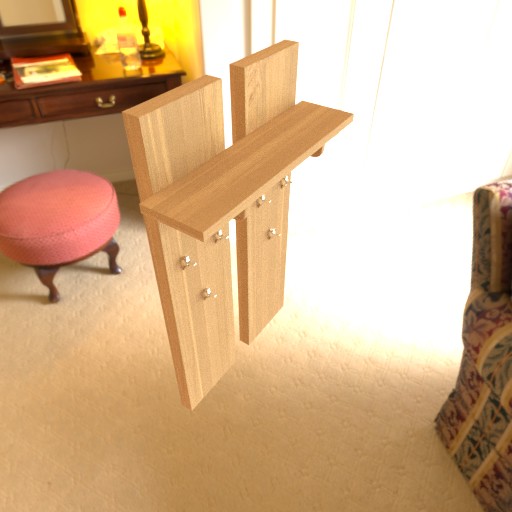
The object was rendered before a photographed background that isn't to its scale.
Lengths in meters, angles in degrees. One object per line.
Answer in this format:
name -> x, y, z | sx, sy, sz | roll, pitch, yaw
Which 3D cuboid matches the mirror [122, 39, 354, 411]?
mirror -> 0.000, 0.000, 1.588 | 0.260, 1.250, 0.800 | 24, 47, 25
